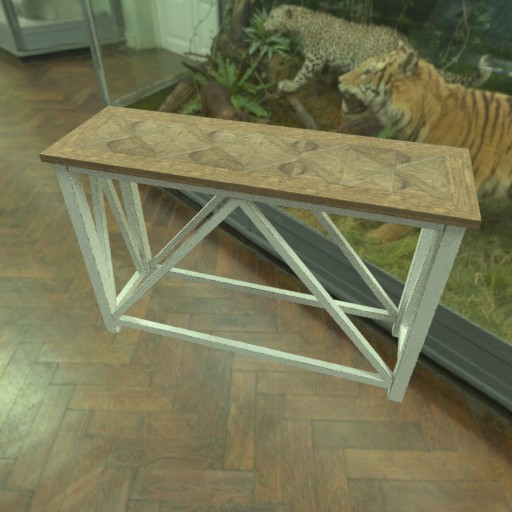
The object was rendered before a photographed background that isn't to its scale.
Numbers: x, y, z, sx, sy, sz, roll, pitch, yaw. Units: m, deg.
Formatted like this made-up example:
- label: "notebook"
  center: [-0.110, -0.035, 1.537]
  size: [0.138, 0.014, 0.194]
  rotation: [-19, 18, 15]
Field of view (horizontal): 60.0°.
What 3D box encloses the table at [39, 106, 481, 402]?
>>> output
- label: "table"
  center: [0.000, 0.000, 1.811]
  size: [1.400, 0.930, 0.450]
  rotation: [11, 41, 12]
